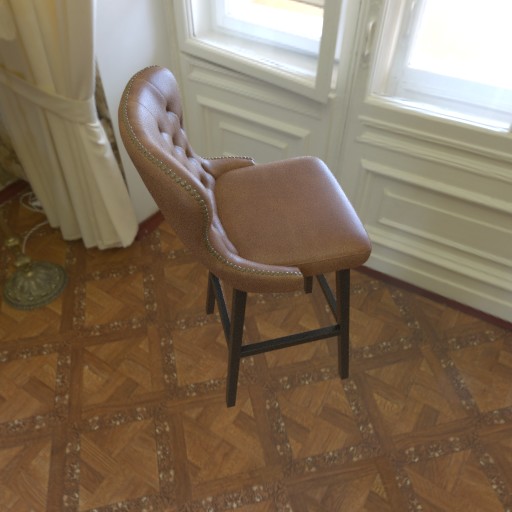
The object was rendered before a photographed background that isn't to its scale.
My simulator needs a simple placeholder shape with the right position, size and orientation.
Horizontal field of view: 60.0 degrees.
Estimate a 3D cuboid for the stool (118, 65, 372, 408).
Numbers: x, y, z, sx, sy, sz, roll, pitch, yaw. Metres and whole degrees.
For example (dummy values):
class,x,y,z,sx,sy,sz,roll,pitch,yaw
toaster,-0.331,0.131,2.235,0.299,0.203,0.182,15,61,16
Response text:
class,x,y,z,sx,sy,sz,roll,pitch,yaw
stool,0.000,0.000,1.356,0.601,1.050,0.528,-11,49,-10
